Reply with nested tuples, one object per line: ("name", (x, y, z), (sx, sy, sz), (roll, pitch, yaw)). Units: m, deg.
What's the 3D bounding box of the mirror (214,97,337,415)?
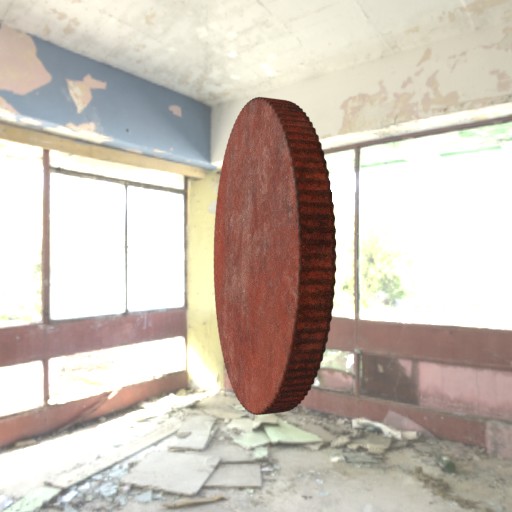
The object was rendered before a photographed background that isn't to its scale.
("mirror", (0.000, 0.000, 0.905), (0.056, 0.609, 0.609), (0, -1, -17))
